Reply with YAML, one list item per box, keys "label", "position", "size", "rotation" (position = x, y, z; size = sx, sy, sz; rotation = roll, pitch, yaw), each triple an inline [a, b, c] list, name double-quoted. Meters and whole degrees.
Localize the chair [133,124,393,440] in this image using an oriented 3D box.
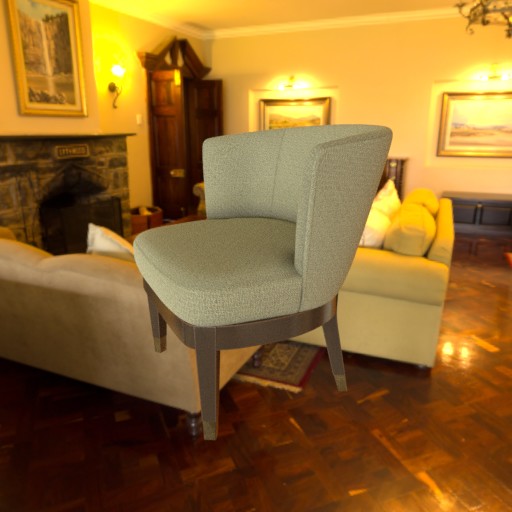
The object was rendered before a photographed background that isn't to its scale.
- label: "chair"
  position: [0.000, 0.000, 1.329]
  size: [0.660, 0.760, 0.700]
  rotation: [-8, 18, -25]
